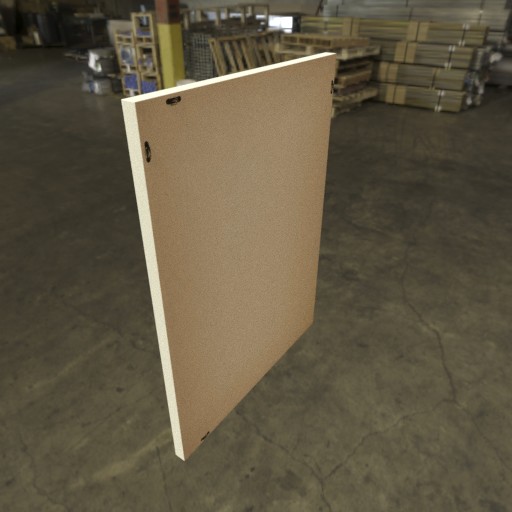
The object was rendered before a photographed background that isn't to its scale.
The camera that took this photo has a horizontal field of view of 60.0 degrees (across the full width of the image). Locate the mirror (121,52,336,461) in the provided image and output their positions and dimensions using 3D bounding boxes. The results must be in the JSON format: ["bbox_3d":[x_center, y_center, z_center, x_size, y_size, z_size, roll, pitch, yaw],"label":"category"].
[{"bbox_3d":[0.000,0.000,1.301,0.040,1.016,0.762,21,37,30],"label":"mirror"}]
